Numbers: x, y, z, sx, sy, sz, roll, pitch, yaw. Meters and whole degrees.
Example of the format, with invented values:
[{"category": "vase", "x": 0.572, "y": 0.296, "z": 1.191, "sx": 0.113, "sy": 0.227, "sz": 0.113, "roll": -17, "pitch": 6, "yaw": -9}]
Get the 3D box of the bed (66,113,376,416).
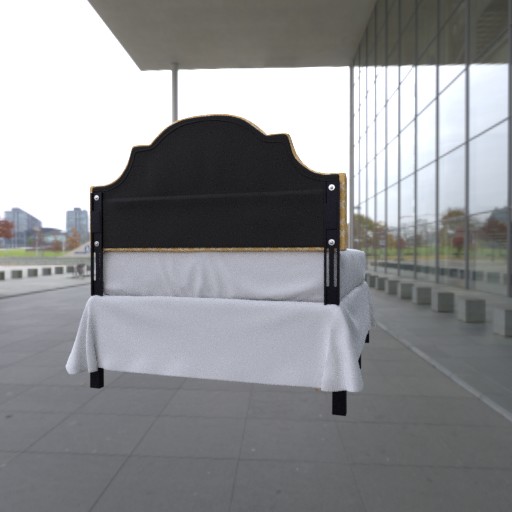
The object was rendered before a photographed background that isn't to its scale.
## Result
[{"category": "bed", "x": 0.000, "y": 0.000, "z": 3.449, "sx": 1.780, "sy": 1.633, "sz": 2.222, "roll": 0, "pitch": 1, "yaw": 18}]
